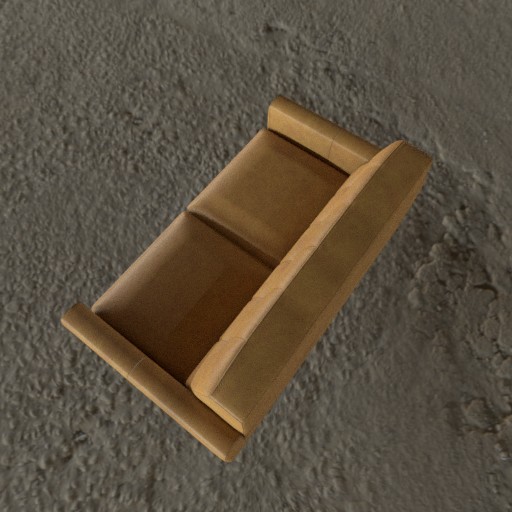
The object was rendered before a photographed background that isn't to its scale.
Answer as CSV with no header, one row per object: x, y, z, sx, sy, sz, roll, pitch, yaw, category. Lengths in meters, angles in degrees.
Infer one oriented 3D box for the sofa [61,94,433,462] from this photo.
0.000,0.000,2.225,0.952,0.925,1.651,34,69,15,sofa
